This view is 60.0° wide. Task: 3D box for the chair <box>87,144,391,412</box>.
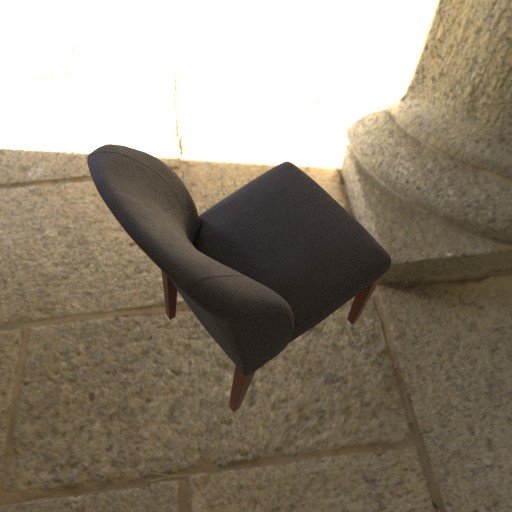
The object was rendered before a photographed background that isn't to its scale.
[{"bbox_3d":[0.000,0.000,1.232,0.619,0.879,0.506,-32,63,-18],"label":"chair"}]
